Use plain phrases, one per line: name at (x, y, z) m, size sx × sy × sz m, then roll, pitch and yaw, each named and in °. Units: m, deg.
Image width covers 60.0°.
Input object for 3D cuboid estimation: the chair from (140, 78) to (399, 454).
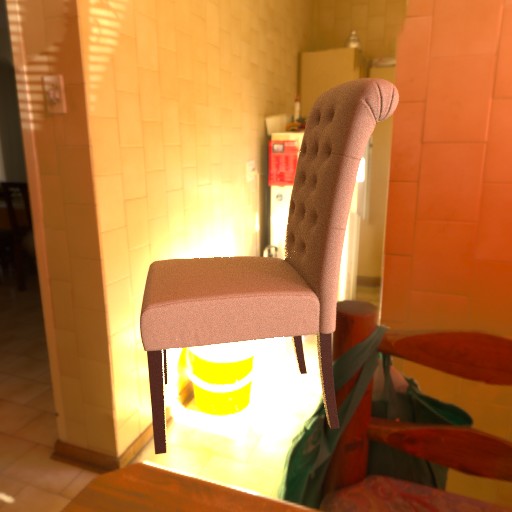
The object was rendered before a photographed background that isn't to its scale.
chair at (0.000, 0.000, 1.352) m, size 0.671 × 1.006 × 0.456 m, roll -3°, pitch 14°, yaw -10°
